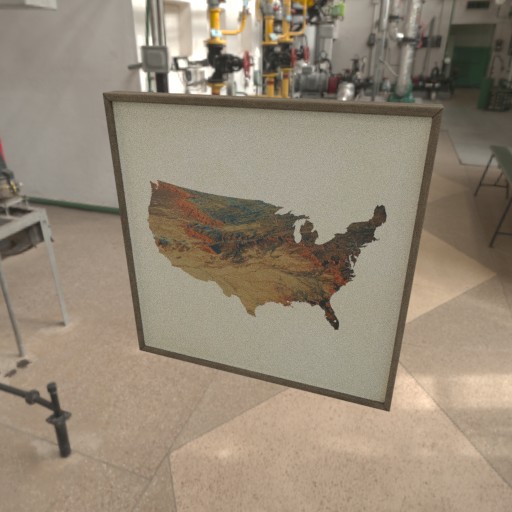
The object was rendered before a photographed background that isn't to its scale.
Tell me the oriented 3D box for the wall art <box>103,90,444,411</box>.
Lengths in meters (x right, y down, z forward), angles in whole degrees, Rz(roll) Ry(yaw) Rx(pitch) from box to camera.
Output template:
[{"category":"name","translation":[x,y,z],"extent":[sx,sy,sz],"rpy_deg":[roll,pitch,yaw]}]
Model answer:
[{"category":"wall art","translation":[0.000,0.000,1.111],"extent":[0.749,0.751,0.050],"rpy_deg":[9,28,18]}]
